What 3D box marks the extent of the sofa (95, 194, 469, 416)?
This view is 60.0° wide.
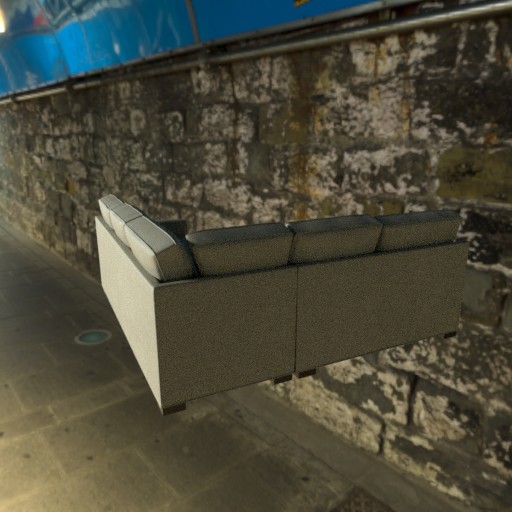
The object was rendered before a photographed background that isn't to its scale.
[{"bbox_3d":[0.000,0.000,3.558,2.188,0.936,2.211,-8,17,-26],"label":"sofa"}]
